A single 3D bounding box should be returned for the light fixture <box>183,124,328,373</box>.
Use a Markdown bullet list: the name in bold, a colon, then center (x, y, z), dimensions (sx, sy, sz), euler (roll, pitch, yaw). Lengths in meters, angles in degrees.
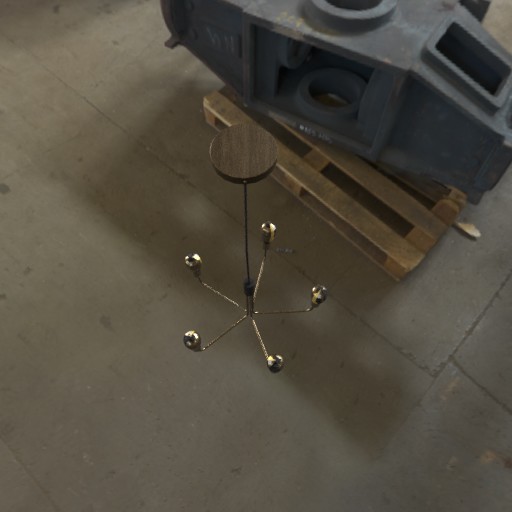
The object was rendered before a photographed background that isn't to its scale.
- **light fixture**: center (0.000, 0.000, 1.363), dimensions (0.532, 1.059, 0.588), euler (-3, 65, -1)
